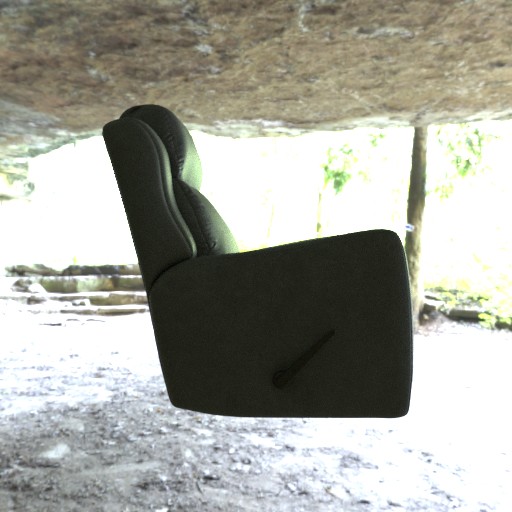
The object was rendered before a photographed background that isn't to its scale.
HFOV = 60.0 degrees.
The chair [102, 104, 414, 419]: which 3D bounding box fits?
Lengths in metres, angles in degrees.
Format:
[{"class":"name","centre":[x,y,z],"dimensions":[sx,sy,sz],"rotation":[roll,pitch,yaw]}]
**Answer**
[{"class":"chair","centre":[0.000,0.000,1.901],"dimensions":[1.068,1.116,0.967],"rotation":[0,-1,-1]}]
